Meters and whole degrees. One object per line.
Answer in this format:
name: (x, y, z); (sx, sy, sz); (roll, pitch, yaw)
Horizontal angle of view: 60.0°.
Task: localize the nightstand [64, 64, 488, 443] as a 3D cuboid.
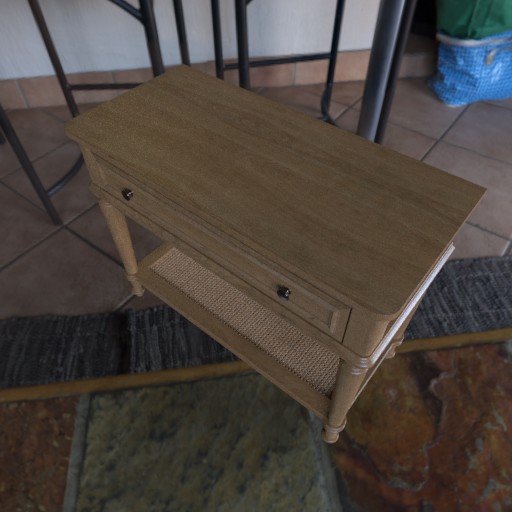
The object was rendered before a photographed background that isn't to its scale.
nightstand: (0.000, 0.000, 1.280); (0.914, 0.700, 0.432); (31, 55, 25)
